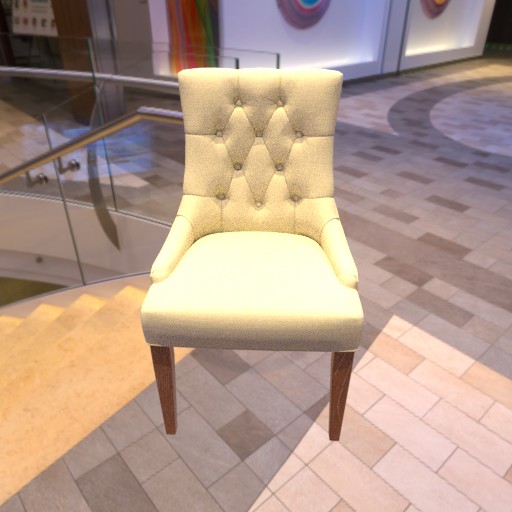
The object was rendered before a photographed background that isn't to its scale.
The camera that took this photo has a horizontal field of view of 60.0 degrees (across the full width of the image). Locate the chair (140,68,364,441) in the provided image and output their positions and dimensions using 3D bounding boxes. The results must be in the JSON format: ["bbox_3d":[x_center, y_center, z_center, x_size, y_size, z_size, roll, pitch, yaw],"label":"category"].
[{"bbox_3d":[0.000,0.000,1.196,0.509,0.874,0.565,1,31,2],"label":"chair"}]
